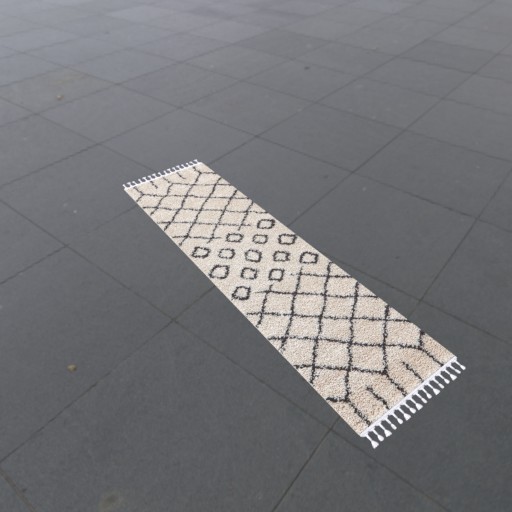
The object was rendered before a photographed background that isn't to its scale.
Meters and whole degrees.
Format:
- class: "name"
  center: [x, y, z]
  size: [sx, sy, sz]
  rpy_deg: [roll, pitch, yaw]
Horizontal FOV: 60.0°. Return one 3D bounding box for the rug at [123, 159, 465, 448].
- class: "rug"
  center: [0.000, 0.000, 2.671]
  size: [0.660, 0.005, 2.464]
  rpy_deg: [-26, 47, -27]
